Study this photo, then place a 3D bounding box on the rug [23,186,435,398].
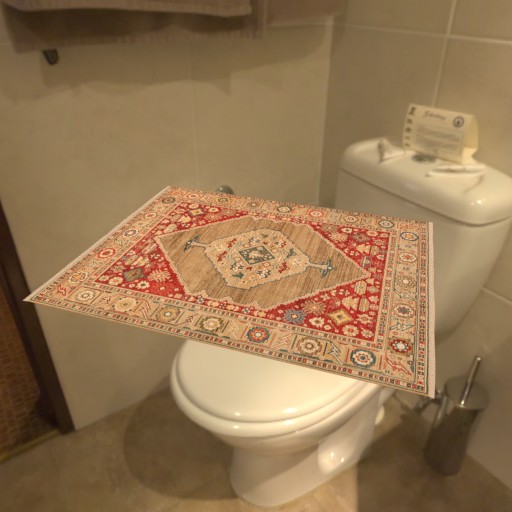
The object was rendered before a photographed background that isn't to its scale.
[{"bbox_3d":[0.000,0.000,4.124,3.143,0.008,2.451,10,33,15],"label":"rug"}]
